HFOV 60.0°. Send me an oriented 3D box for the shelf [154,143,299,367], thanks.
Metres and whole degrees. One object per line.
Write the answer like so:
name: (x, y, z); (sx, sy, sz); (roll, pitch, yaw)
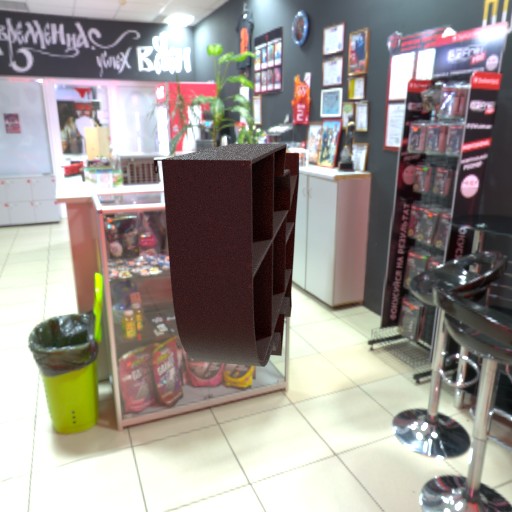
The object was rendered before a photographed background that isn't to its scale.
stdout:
shelf: (0.000, 0.000, 0.896); (0.112, 0.439, 0.729); (3, 17, 9)
